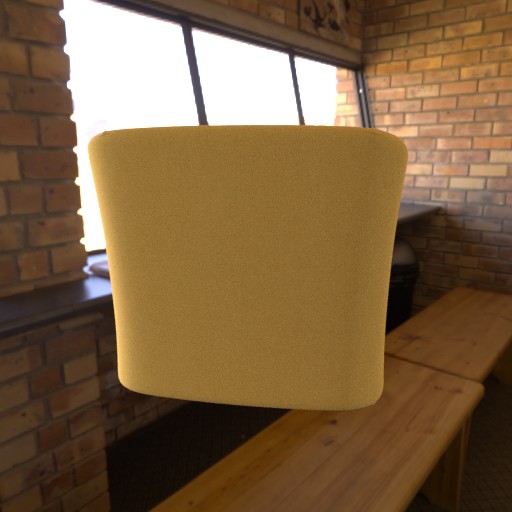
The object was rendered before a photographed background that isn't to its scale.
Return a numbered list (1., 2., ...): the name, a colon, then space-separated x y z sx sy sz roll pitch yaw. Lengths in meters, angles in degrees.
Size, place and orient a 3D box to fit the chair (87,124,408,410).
1. chair: 0.000 0.000 1.333 0.790 0.720 0.700 2 13 9
